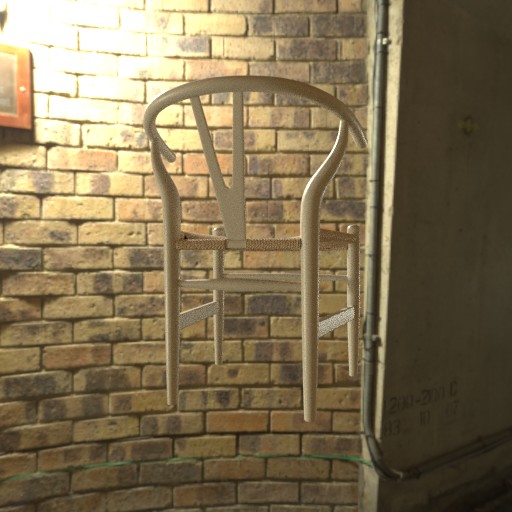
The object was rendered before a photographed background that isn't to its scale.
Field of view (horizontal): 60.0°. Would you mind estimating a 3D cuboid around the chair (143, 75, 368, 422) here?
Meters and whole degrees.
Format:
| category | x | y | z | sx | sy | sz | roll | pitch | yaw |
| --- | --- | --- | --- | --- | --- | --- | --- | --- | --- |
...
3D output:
| category | x | y | z | sx | sy | sz | roll | pitch | yaw |
| --- | --- | --- | --- | --- | --- | --- | --- | --- | --- |
| chair | 0.000 | 0.000 | 1.169 | 0.569 | 0.730 | 0.579 | 0 | 0 | 19 |
